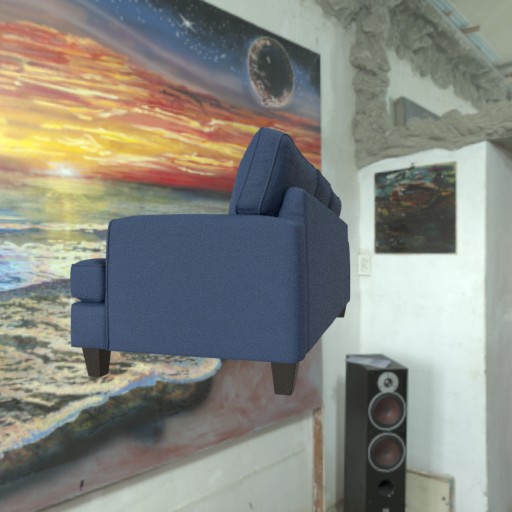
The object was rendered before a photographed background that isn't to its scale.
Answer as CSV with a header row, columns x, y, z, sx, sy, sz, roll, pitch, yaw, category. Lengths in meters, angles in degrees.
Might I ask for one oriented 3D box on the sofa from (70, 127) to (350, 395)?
x,y,z,sx,sy,sz,roll,pitch,yaw,category
0.000,0.000,2.638,0.951,0.965,2.158,0,0,16,sofa
